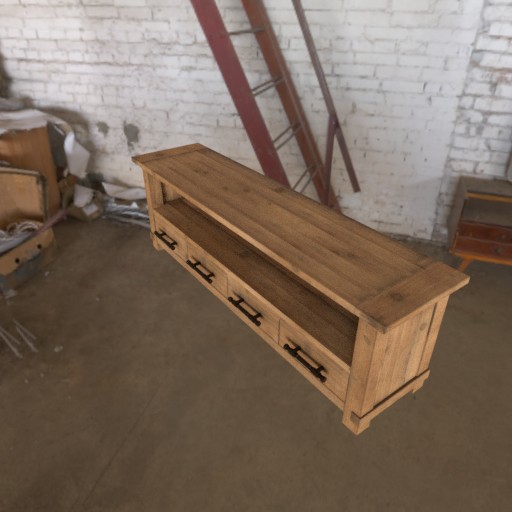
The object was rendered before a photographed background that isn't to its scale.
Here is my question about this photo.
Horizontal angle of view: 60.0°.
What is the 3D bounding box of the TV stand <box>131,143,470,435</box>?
[{"bbox_3d":[0.000,0.000,2.134,0.453,0.573,1.804,-21,38,-30],"label":"TV stand"}]
